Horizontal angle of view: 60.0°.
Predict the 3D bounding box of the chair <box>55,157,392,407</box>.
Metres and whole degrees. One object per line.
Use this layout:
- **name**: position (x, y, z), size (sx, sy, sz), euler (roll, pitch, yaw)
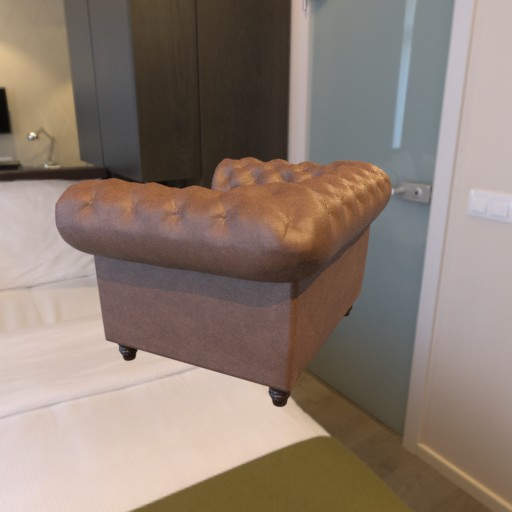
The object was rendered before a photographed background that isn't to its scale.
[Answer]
- **chair**: position (0.000, 0.000, 1.947), size (0.954, 0.784, 1.298), euler (8, 19, 25)
